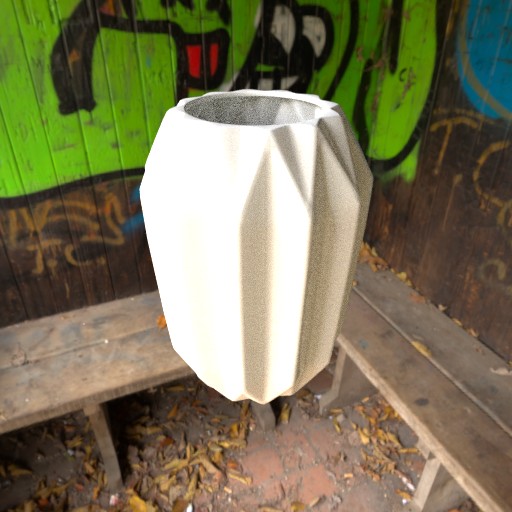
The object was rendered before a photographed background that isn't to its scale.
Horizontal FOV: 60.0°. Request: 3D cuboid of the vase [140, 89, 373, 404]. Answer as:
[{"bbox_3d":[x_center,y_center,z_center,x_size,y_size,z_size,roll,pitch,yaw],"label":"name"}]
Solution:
[{"bbox_3d":[0.000,0.000,0.417,0.195,0.275,0.195,0,32,0],"label":"vase"}]
